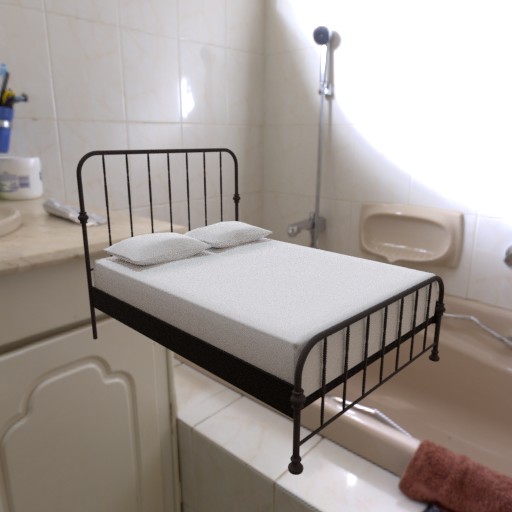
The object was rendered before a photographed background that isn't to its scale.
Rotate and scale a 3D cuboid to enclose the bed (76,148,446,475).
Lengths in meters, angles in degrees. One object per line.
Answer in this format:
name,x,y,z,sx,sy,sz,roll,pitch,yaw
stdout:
bed,0.000,0.000,3.155,2.134,1.446,1.616,14,20,43
